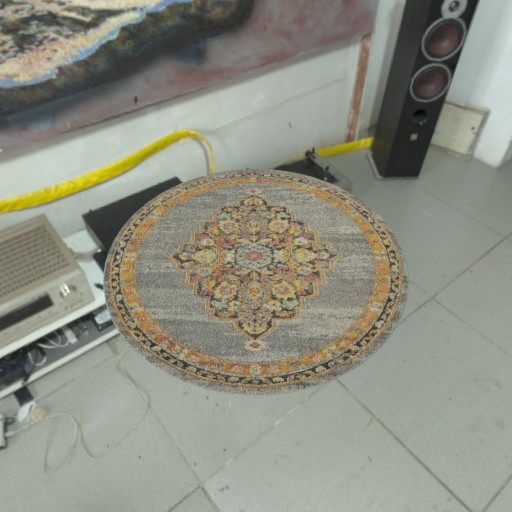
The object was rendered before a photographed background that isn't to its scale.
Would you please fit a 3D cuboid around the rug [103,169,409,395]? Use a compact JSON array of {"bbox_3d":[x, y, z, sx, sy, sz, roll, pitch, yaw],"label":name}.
[{"bbox_3d":[0.000,0.000,3.551,2.382,0.014,2.382,0,46,0],"label":"rug"}]
